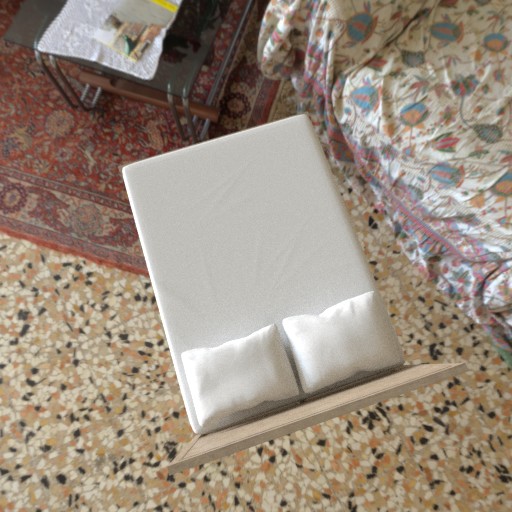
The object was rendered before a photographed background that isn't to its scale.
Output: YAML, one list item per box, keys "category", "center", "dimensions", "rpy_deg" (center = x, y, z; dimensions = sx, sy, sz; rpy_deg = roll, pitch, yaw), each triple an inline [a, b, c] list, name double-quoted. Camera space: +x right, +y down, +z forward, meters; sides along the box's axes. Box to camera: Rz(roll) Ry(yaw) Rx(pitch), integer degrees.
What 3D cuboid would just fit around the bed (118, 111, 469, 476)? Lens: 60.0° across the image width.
- category: "bed"
  center: [0.000, 0.000, 3.158]
  dimensions: [1.606, 1.369, 2.189]
  rpy_deg: [-17, 76, -4]
